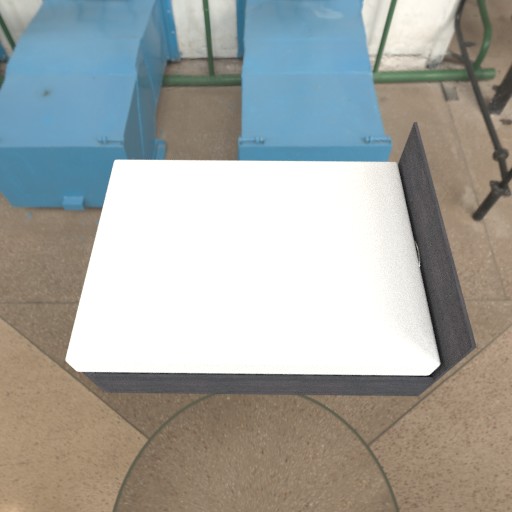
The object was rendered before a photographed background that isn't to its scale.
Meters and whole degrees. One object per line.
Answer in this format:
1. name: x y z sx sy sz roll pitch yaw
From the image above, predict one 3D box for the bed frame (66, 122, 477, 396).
1. bed frame: 0.000 0.000 2.608 1.900 0.800 1.400 1 58 0
